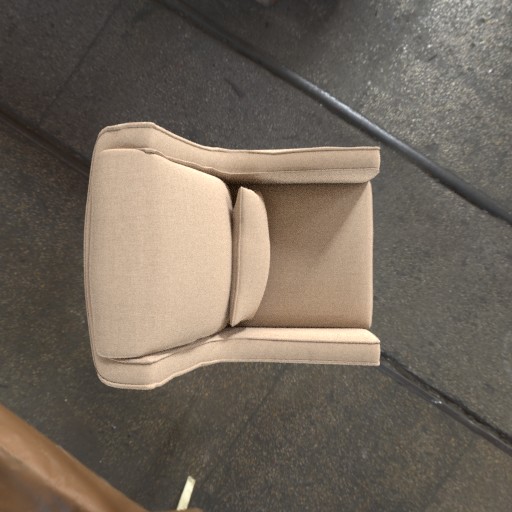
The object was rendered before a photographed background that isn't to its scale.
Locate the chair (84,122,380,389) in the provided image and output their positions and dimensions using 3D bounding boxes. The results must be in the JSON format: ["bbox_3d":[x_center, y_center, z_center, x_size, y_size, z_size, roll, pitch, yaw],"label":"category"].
[{"bbox_3d":[0.000,0.000,1.592,0.879,0.993,0.732,0,90,1],"label":"chair"}]
